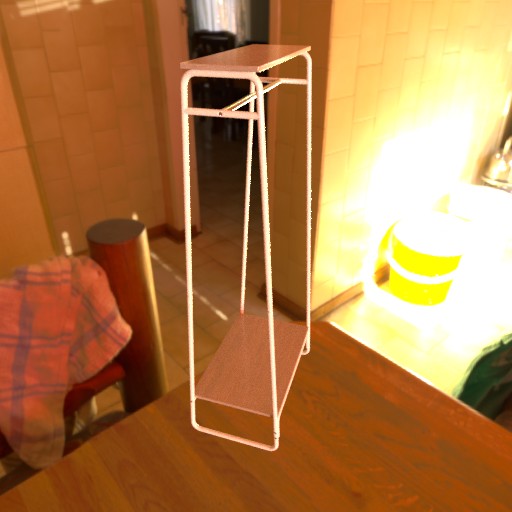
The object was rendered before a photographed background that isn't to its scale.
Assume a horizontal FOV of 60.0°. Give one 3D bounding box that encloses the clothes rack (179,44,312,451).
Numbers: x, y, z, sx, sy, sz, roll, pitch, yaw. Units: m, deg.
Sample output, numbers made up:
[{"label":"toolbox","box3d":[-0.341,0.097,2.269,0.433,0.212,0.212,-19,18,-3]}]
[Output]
[{"label":"clothes rack","box3d":[0.000,0.000,1.809,0.400,1.512,0.640,9,31,16]}]
